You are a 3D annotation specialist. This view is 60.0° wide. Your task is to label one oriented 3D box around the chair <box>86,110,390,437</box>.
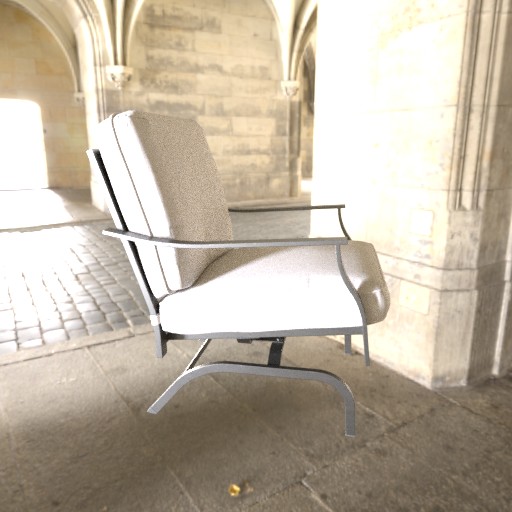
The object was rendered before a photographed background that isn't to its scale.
[{"bbox_3d":[0.000,0.000,1.410,0.787,0.860,0.650,3,14,10],"label":"chair"}]
